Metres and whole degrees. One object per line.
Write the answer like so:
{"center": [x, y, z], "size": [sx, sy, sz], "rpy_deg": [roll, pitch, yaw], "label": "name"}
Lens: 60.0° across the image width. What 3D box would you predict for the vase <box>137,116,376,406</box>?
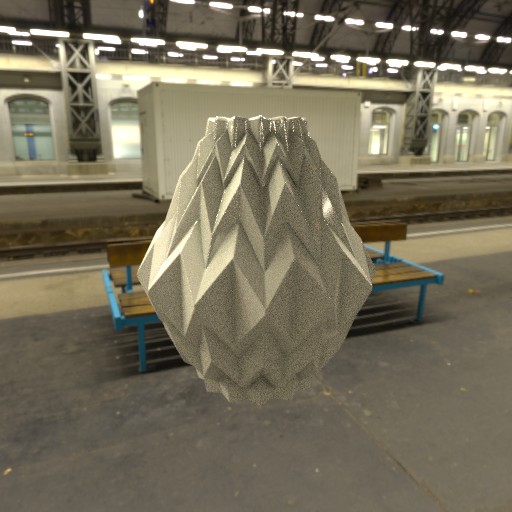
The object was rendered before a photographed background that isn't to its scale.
{"center": [0.000, 0.000, 0.311], "size": [0.164, 0.185, 0.164], "rpy_deg": [0, 15, 0], "label": "vase"}
